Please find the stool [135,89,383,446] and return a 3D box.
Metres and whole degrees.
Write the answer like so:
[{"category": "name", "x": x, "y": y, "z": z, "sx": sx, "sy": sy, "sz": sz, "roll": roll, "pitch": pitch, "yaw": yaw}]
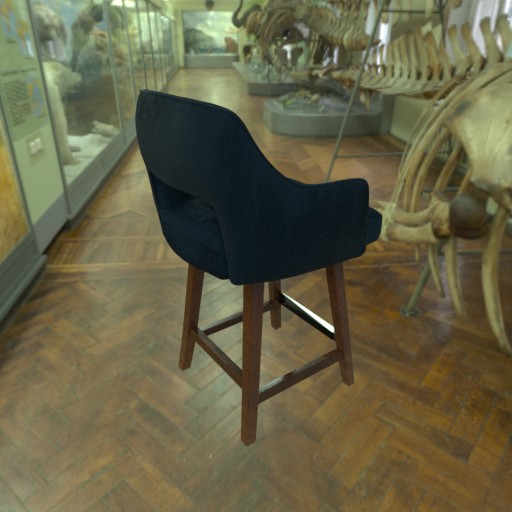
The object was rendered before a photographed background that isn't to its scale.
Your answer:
[{"category": "stool", "x": 0.000, "y": 0.000, "z": 1.302, "sx": 0.560, "sy": 0.940, "sz": 0.550, "roll": -18, "pitch": 31, "yaw": -32}]
